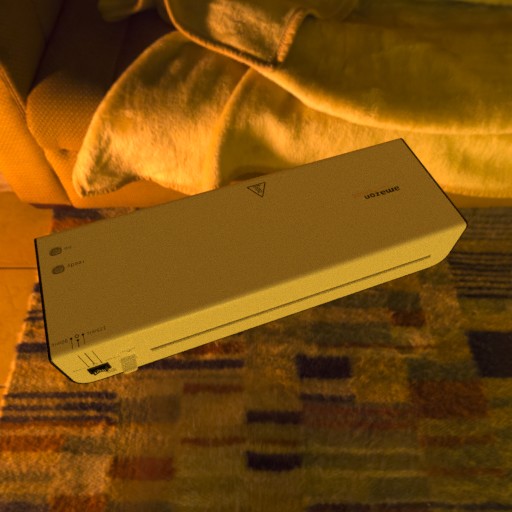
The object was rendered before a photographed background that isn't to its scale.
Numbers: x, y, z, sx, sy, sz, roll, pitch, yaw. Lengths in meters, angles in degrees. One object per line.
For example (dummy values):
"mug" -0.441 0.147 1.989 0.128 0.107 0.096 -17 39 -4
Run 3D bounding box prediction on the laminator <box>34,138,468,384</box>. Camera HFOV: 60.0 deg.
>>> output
"laminator" 0.000 0.000 0.386 0.340 0.062 0.123 -17 59 -11
